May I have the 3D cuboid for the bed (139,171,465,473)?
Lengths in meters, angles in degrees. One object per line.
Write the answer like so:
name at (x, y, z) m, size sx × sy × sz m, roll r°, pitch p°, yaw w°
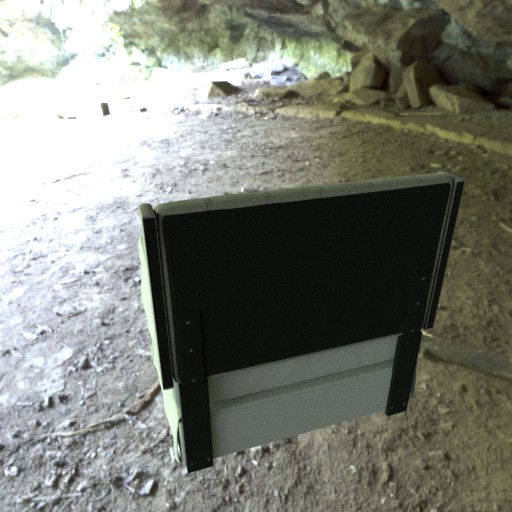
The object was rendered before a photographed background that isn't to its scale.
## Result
bed at (0.000, 0.000, 3.359) m, size 1.719 × 1.665 × 2.066 m, roll -9°, pitch 28°, yaw -17°
